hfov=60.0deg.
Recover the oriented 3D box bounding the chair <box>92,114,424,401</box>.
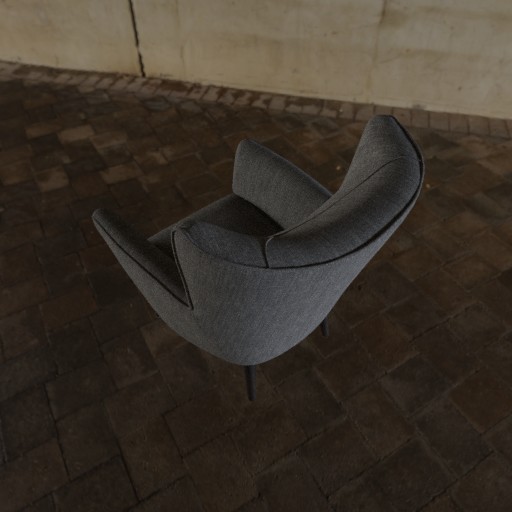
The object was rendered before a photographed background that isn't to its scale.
[{"bbox_3d":[0.000,0.000,1.552,0.781,0.933,0.888,-33,54,-29],"label":"chair"}]
